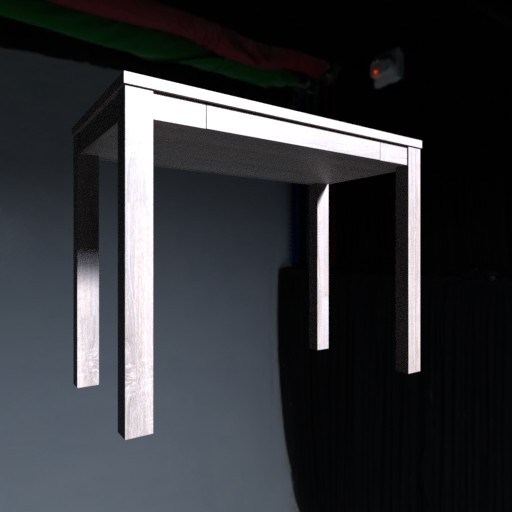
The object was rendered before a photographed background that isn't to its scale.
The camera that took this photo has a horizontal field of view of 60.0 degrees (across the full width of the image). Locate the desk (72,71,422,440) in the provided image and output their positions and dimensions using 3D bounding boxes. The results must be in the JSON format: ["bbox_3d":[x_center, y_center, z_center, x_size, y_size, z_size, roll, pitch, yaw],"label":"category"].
[{"bbox_3d":[0.000,0.000,1.393,0.991,0.762,0.495,0,0,-34],"label":"desk"}]
